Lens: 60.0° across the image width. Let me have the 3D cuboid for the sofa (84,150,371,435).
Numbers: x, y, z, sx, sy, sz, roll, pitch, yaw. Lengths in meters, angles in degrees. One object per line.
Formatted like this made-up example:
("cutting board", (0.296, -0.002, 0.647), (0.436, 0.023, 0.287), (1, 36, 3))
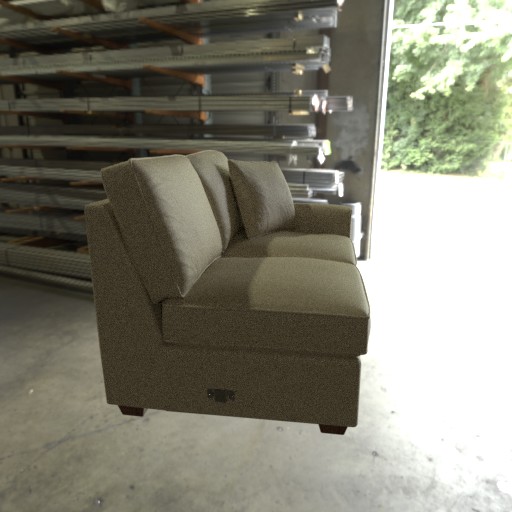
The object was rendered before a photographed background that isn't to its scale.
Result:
("sofa", (0.000, 0.000, 2.155), (0.991, 0.989, 1.388), (2, 16, 9))
